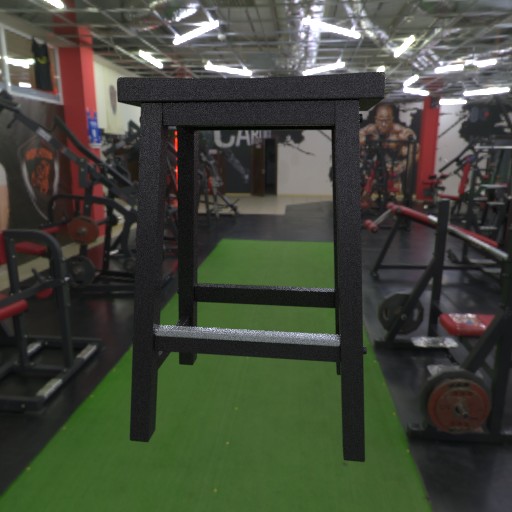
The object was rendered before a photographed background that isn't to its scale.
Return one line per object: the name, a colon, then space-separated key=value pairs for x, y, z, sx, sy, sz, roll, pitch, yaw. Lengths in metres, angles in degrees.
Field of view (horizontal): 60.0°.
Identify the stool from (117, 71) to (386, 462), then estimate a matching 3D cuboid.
stool: x=0.000 y=0.000 z=0.838 sx=0.406 sy=0.610 sz=0.322 roll=2 pitch=14 yaw=8
